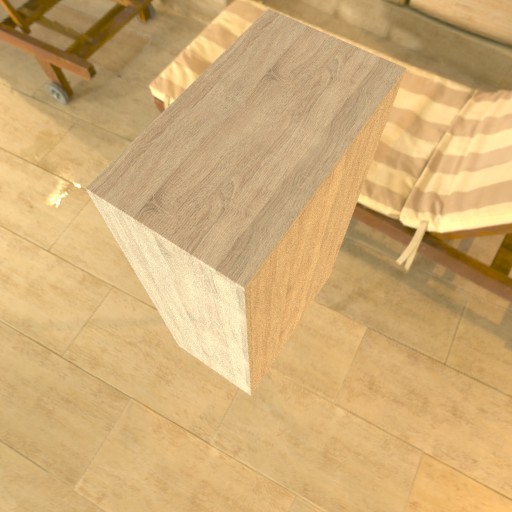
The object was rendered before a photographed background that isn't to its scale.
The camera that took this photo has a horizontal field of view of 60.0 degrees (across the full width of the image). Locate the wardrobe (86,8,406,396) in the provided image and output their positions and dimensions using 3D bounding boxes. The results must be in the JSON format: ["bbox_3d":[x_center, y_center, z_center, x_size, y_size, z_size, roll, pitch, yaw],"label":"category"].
[{"bbox_3d":[0.000,0.000,2.319,0.600,1.960,1.000,31,68,14],"label":"wardrobe"}]
